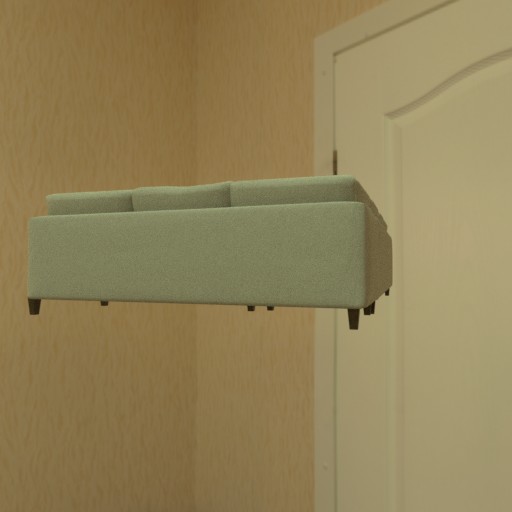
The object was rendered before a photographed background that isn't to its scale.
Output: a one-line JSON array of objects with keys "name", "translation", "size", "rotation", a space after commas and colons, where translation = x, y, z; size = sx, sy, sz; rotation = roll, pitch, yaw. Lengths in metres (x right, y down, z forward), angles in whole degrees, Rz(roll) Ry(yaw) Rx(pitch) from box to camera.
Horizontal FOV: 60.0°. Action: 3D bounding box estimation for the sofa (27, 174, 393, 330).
[{"name": "sofa", "translation": [0.000, 0.000, 4.438], "size": [2.522, 0.934, 3.333], "rotation": [-1, -2, 19]}]
